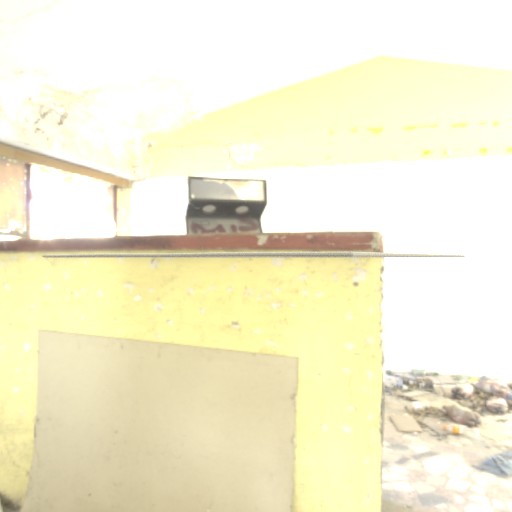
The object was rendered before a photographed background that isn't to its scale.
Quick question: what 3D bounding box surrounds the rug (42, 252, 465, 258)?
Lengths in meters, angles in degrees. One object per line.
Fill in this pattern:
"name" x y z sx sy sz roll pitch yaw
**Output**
"rug" 0.000 0.000 4.098 3.066 0.030 2.462 0 0 37
